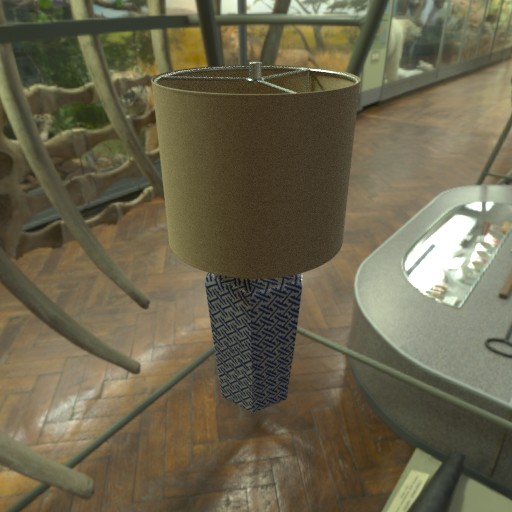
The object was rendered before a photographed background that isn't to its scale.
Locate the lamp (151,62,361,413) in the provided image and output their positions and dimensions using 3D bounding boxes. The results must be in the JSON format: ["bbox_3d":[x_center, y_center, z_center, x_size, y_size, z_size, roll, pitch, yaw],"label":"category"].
[{"bbox_3d":[0.000,0.000,0.849,0.320,0.682,0.320,21,36,33],"label":"lamp"}]
